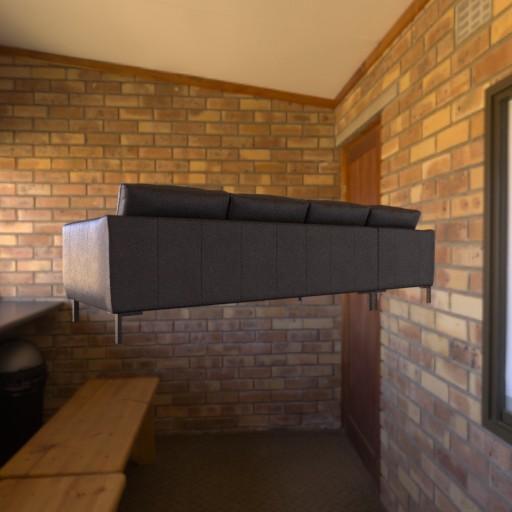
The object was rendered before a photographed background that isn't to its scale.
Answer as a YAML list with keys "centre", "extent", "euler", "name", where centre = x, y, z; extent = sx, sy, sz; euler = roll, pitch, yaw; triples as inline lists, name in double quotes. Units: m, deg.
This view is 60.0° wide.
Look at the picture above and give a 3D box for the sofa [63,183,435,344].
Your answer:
- centre: [0.000, 0.000, 3.686]
  extent: [2.993, 0.859, 1.471]
  euler: [-1, 1, -37]
  name: "sofa"
